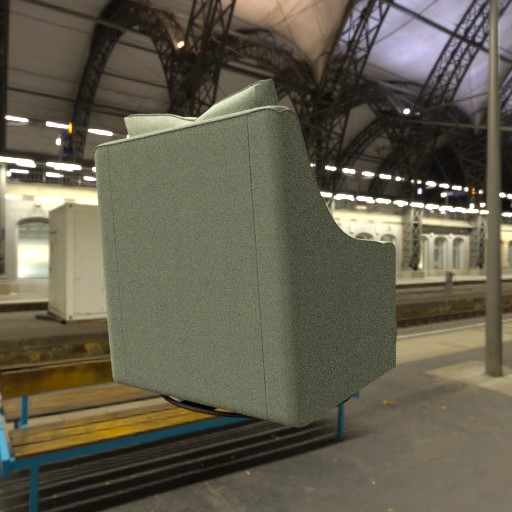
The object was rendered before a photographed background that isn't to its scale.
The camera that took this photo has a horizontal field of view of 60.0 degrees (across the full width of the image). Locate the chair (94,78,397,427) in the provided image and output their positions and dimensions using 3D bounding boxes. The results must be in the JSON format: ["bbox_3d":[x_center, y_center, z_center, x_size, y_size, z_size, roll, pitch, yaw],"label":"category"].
[{"bbox_3d":[0.000,0.000,1.605,0.760,0.926,0.870,0,0,34],"label":"chair"}]
